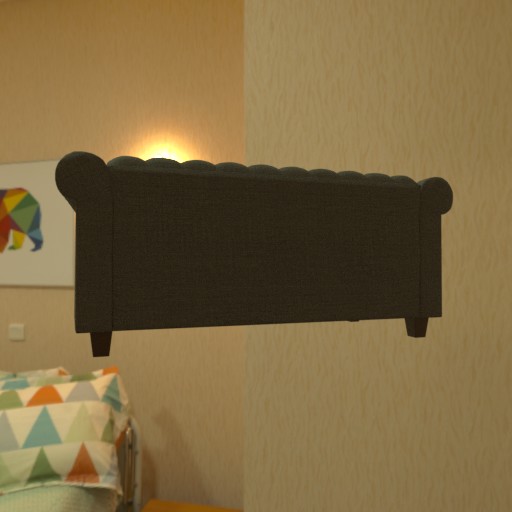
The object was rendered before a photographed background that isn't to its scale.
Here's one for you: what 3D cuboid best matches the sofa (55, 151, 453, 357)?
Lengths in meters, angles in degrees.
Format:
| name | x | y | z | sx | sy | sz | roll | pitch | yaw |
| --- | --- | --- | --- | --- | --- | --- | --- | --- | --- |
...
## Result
| name | x | y | z | sx | sy | sz | roll | pitch | yaw |
| --- | --- | --- | --- | --- | --- | --- | --- | --- | --- |
| sofa | 0.000 | 0.000 | 2.261 | 1.798 | 0.797 | 0.783 | 0 | -1 | -18 |
